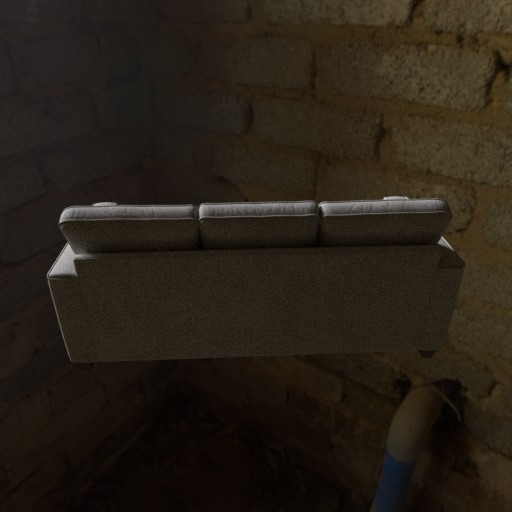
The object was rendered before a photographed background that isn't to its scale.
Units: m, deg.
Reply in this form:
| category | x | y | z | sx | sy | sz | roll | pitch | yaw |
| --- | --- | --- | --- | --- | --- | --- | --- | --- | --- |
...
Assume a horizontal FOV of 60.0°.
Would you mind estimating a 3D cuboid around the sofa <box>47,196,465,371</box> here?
| category | x | y | z | sx | sy | sz | roll | pitch | yaw |
| --- | --- | --- | --- | --- | --- | --- | --- | --- | --- |
| sofa | 0.000 | 0.000 | 2.693 | 2.133 | 0.965 | 0.939 | -2 | 30 | -3 |
